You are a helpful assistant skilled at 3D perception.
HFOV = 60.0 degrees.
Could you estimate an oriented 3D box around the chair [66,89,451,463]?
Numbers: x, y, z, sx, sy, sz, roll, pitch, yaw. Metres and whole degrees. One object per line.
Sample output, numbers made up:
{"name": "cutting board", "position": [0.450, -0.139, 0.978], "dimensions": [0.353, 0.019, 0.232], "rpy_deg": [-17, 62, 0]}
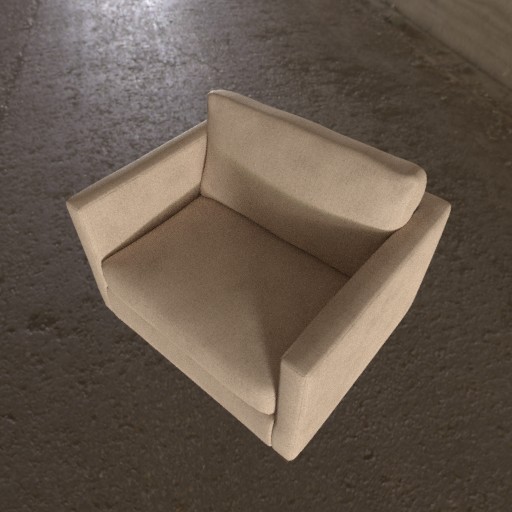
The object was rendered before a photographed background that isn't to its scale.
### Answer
{"name": "chair", "position": [0.000, 0.000, 1.822], "dimensions": [1.133, 0.961, 0.959], "rpy_deg": [32, 55, 26]}
